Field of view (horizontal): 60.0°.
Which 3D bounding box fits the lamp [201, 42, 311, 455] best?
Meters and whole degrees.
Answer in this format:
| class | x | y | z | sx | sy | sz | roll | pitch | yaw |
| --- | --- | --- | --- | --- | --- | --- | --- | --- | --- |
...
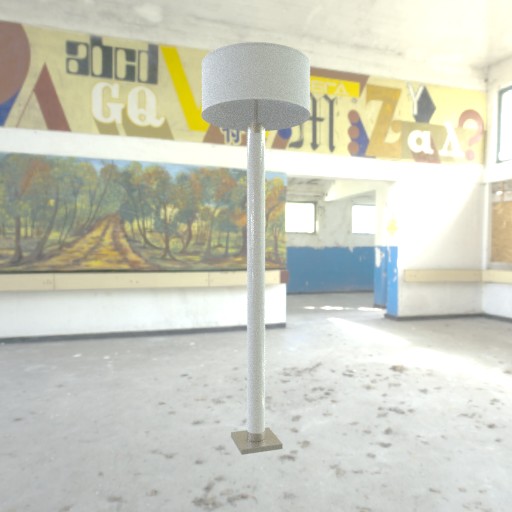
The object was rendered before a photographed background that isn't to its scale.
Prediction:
| class | x | y | z | sx | sy | sz | roll | pitch | yaw |
| --- | --- | --- | --- | --- | --- | --- | --- | --- | --- |
| lamp | 0.000 | 0.000 | 1.725 | 0.420 | 1.475 | 0.420 | 0 | 1 | -17 |
